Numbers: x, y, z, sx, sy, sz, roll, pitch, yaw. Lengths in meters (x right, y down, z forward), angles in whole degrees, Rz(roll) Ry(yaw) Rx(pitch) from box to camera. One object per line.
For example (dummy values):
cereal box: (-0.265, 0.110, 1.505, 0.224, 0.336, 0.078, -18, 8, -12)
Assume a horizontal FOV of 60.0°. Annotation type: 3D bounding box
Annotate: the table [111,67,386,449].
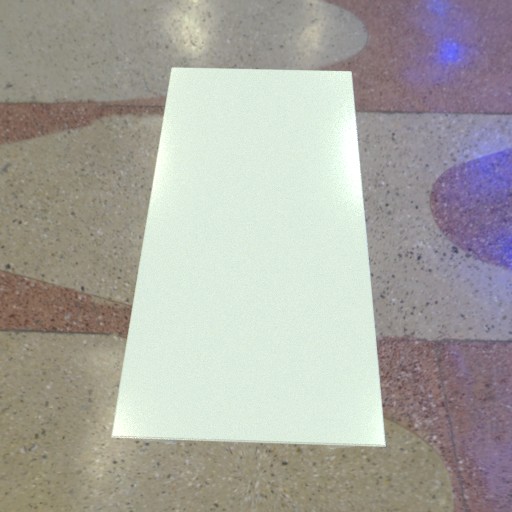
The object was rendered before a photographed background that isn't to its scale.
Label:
table: (0.000, 0.000, 1.338, 0.559, 0.457, 1.067, 2, 64, 1)
